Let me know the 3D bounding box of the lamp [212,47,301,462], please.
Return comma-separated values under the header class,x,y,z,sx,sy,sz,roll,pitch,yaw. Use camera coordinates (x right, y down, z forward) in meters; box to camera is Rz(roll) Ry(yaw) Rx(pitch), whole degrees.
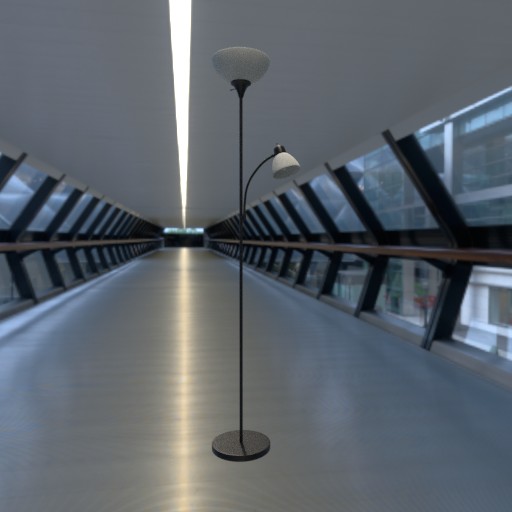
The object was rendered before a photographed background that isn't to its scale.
class,x,y,z,sx,sy,sz,roll,pitch,yaw
lamp,0.000,0.000,2.013,0.442,1.804,0.279,1,1,35
